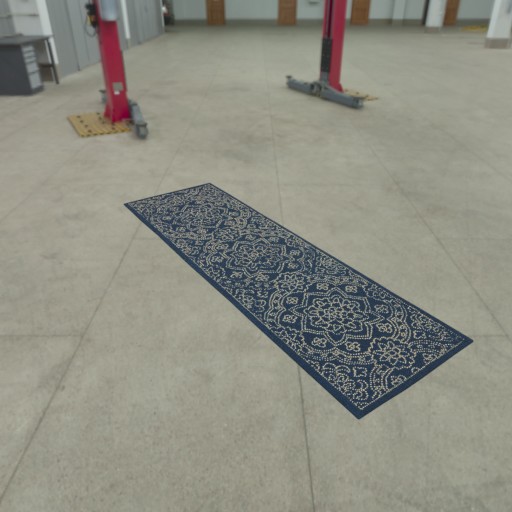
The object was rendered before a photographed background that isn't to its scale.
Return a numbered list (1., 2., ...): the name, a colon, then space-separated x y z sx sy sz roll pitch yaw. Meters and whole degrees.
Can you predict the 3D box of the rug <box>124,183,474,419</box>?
1. rug: 0.000 0.000 2.726 0.769 0.012 2.448 -20 36 -30
